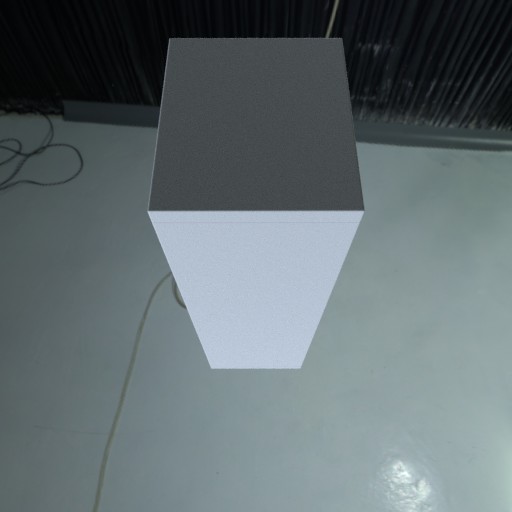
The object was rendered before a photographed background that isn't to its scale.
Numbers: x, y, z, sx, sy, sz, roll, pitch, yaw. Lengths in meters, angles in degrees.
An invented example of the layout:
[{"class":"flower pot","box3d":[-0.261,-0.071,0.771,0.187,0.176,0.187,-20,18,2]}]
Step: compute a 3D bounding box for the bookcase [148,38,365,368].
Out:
[{"class":"bookcase","box3d":[0.000,0.000,1.242,0.330,1.080,0.390,0,63,0]}]
